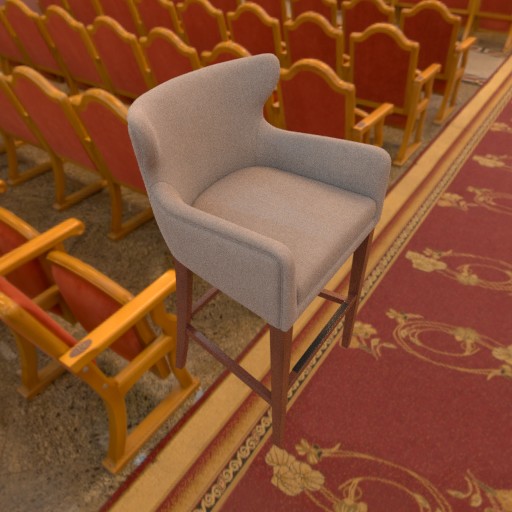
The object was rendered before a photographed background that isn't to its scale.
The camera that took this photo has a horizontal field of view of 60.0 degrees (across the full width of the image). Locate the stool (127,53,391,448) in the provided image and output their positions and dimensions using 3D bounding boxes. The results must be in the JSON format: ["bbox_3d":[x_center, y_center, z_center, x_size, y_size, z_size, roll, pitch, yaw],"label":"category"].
[{"bbox_3d":[0.000,0.000,1.415,0.575,1.047,0.575,25,48,26],"label":"stool"}]
